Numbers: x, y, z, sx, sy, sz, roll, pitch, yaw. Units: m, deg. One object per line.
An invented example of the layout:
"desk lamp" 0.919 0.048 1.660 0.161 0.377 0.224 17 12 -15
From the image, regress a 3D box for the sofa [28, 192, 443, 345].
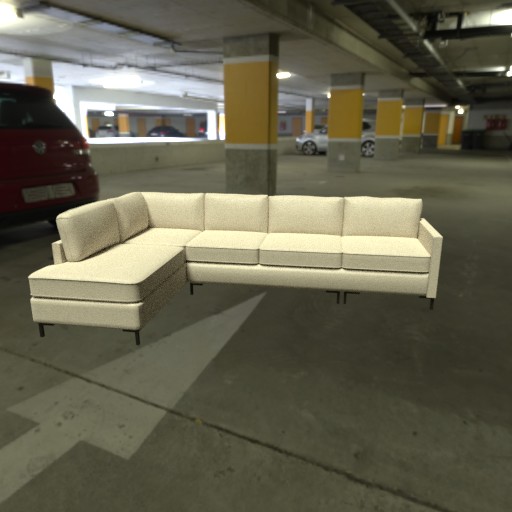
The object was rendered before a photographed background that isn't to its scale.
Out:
"sofa" 0.000 0.000 4.223 3.384 0.996 2.048 3 16 9
